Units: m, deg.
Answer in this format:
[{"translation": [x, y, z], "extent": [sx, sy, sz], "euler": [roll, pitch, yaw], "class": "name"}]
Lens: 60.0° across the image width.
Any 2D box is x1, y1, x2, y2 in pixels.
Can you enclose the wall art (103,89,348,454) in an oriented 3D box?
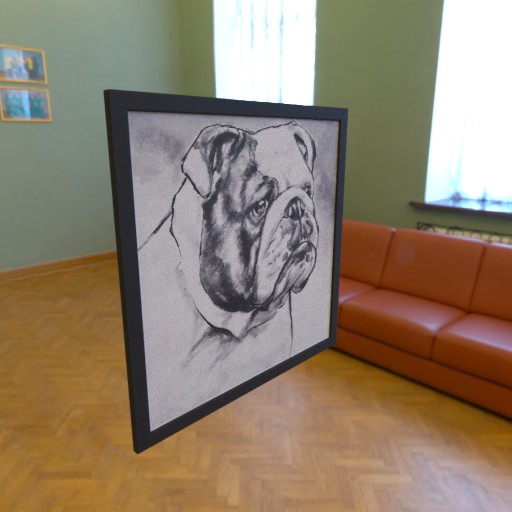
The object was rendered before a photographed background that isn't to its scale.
[{"translation": [0.000, 0.000, 0.845], "extent": [0.012, 0.558, 0.562], "euler": [14, 21, 43], "class": "wall art"}]
